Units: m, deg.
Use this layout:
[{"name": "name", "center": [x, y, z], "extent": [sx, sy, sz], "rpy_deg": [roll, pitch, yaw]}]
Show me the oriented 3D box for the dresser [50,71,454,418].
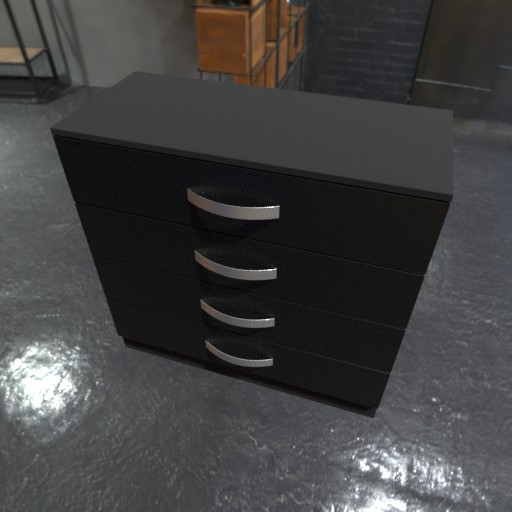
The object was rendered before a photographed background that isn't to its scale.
[{"name": "dresser", "center": [0.000, 0.000, 1.127], "extent": [0.750, 0.720, 0.360], "rpy_deg": [12, 43, 13]}]
